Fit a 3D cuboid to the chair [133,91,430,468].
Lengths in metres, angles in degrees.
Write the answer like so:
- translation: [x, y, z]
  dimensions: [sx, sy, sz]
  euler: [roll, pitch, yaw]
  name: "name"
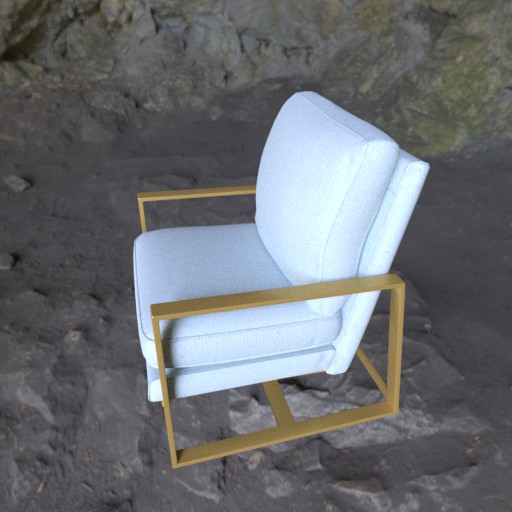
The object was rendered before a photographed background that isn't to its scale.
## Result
- translation: [0.000, 0.000, 1.493]
  dimensions: [0.813, 0.956, 0.758]
  euler: [-8, 32, -13]
  name: "chair"
